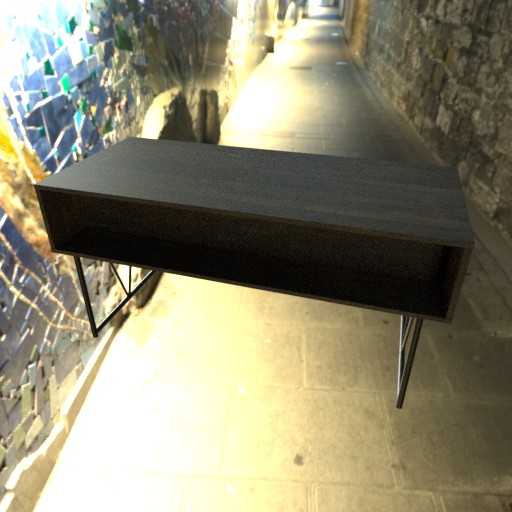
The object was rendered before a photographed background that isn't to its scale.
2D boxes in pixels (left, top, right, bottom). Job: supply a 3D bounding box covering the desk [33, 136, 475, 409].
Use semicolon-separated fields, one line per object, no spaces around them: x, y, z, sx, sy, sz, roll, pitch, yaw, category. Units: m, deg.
0.000;0.000;2.028;1.600;0.780;0.730;9;32;15;desk
